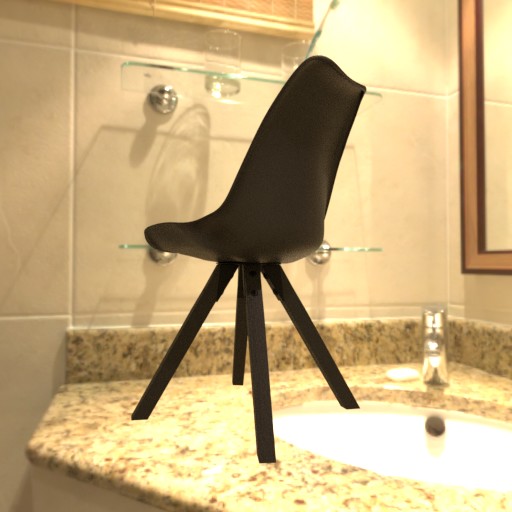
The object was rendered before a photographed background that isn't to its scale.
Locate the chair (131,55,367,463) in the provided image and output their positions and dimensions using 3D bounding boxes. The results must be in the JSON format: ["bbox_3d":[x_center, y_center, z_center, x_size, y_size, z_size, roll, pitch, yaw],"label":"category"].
[{"bbox_3d":[0.000,0.000,1.183,0.550,0.850,0.485,-1,-1,37],"label":"chair"}]
